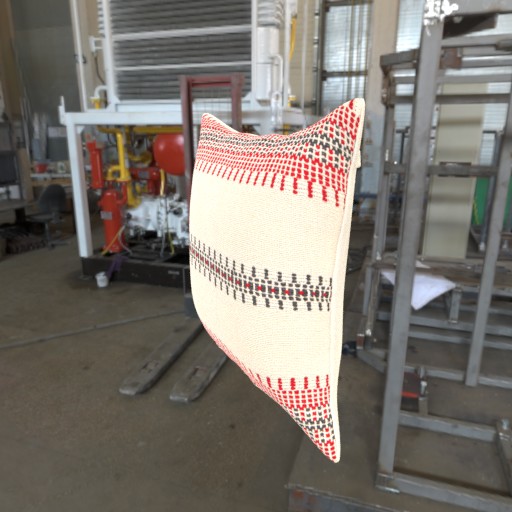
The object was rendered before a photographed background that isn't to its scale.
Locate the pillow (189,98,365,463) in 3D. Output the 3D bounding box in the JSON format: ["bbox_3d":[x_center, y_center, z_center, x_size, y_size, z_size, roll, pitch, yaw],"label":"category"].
[{"bbox_3d":[0.000,0.000,0.713,0.160,0.454,0.463,-8,18,-26],"label":"pillow"}]
